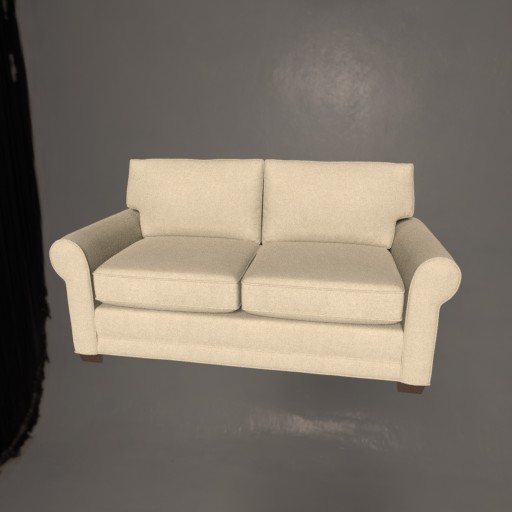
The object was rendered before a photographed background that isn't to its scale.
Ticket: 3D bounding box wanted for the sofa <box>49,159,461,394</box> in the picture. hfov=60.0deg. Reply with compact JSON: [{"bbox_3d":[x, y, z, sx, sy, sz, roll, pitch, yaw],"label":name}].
[{"bbox_3d":[0.000,0.000,2.277,1.774,0.933,0.861,3,17,9],"label":"sofa"}]
